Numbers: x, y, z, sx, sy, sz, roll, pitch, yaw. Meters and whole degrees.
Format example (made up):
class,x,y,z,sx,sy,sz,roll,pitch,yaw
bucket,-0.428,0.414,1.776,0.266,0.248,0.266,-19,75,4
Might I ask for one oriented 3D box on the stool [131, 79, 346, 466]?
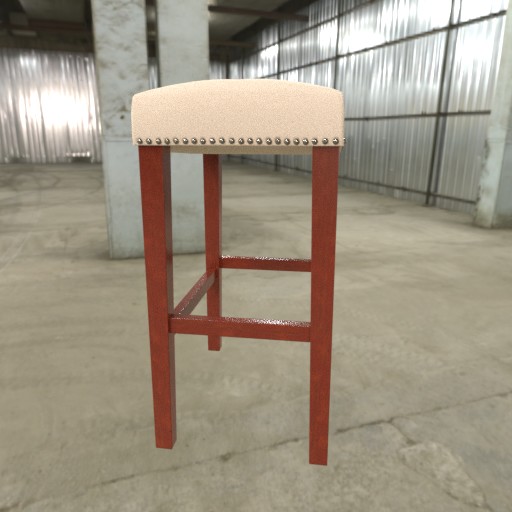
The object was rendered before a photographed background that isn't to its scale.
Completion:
class,x,y,z,sx,sy,sz,roll,pitch,yaw
stool,0.000,0.000,1.054,0.372,0.742,0.504,2,16,8
